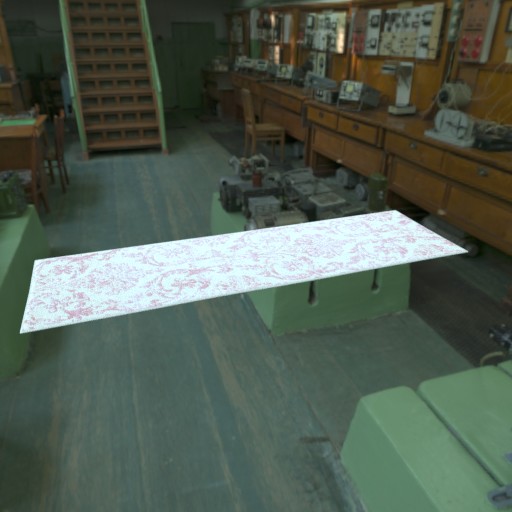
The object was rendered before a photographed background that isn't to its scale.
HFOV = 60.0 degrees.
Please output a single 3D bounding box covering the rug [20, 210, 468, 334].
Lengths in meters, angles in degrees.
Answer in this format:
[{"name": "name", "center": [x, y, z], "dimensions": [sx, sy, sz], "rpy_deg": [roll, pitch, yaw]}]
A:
[{"name": "rug", "center": [0.000, 0.000, 2.342], "dimensions": [2.196, 0.011, 0.662], "rpy_deg": [-9, 28, -17]}]
